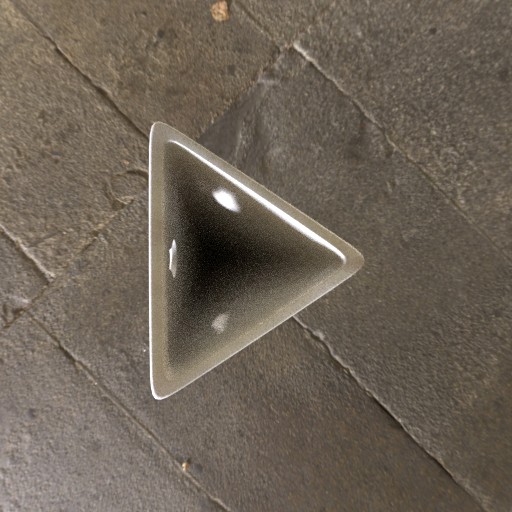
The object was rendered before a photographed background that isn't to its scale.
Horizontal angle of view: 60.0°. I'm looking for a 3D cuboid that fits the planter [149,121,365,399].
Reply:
[{"bbox_3d":[0.000,0.000,0.272,0.081,0.224,0.101,0,91,0],"label":"planter"}]
